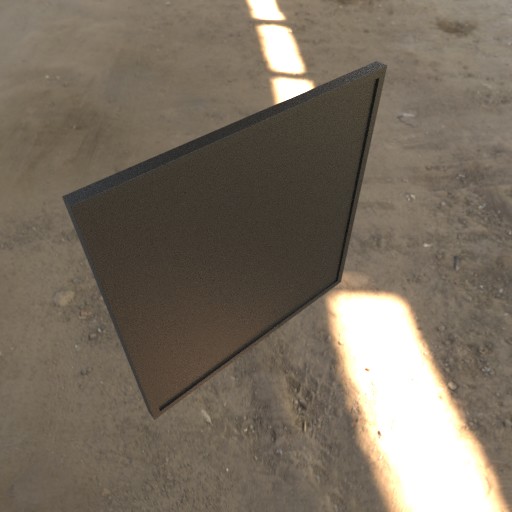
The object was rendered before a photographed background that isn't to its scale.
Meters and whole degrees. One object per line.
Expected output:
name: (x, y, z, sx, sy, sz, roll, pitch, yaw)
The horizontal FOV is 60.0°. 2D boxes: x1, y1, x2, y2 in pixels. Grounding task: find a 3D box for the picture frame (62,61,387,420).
picture frame: (0.000, 0.000, 1.141, 0.775, 0.775, 0.032, -32, 54, -27)
